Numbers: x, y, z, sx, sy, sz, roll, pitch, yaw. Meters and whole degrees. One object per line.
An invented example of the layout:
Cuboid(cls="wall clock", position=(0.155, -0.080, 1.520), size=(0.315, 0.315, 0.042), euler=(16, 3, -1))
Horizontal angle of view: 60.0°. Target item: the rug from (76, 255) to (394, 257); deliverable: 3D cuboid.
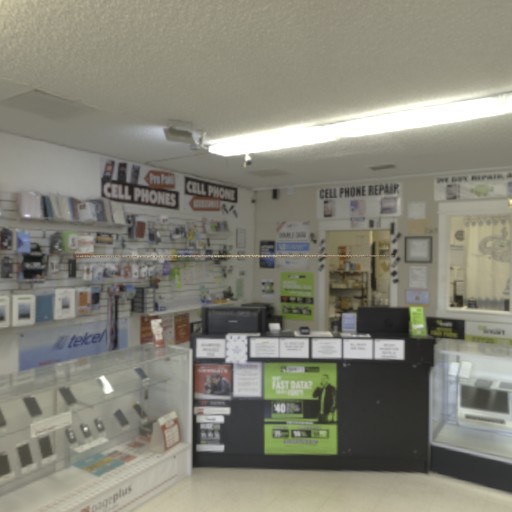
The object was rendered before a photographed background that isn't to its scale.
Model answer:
Cuboid(cls="rug", position=(0.000, 0.000, 3.050), size=(1.520, 0.006, 2.432), euler=(0, 0, 36))
